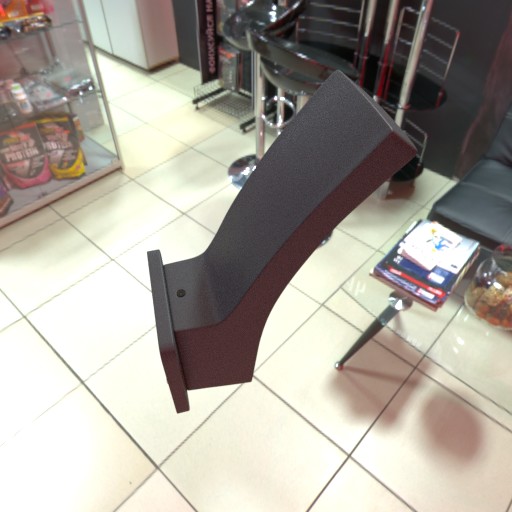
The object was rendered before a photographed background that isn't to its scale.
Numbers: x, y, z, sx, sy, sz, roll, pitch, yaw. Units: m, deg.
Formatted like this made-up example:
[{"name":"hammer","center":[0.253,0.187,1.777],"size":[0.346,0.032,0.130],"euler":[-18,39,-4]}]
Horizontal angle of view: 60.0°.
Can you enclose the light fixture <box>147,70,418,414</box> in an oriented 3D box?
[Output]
[{"name":"light fixture","center":[0.000,0.000,0.339],"size":[0.174,0.243,0.108],"euler":[-11,47,-10]}]
